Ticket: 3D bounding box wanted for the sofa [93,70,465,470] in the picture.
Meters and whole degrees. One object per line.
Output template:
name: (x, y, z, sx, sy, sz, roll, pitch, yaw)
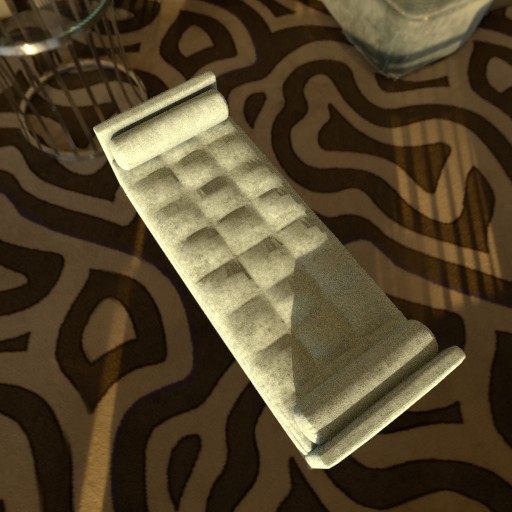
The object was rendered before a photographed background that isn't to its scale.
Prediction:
sofa: (0.000, 0.000, 2.462, 0.797, 0.657, 2.102, -32, 69, -14)
